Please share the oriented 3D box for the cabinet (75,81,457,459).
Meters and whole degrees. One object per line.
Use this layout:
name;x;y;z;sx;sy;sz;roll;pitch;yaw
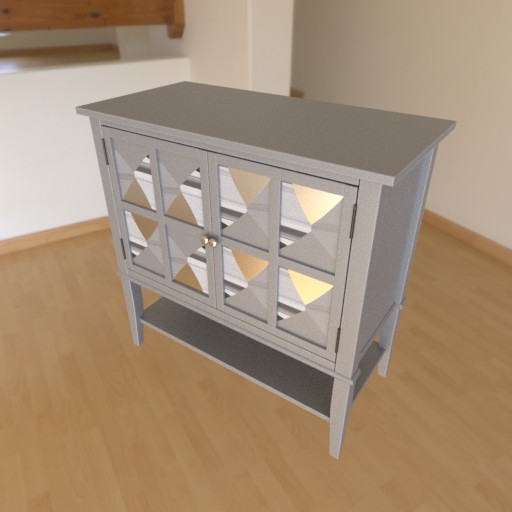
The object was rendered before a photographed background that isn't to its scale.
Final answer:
cabinet;0.000;0.000;1.235;0.801;0.780;0.396;20;37;29
